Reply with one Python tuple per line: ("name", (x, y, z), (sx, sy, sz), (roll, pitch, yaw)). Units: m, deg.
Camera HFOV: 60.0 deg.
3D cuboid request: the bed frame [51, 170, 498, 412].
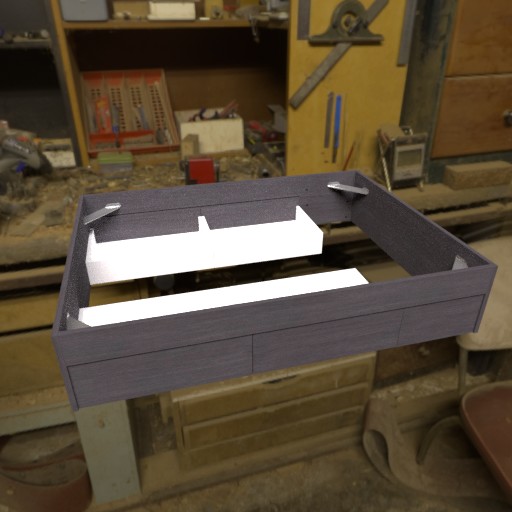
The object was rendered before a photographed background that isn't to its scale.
("bed frame", (0.000, 0.000, 2.546), (1.944, 0.459, 1.448), (-8, 30, -13))
